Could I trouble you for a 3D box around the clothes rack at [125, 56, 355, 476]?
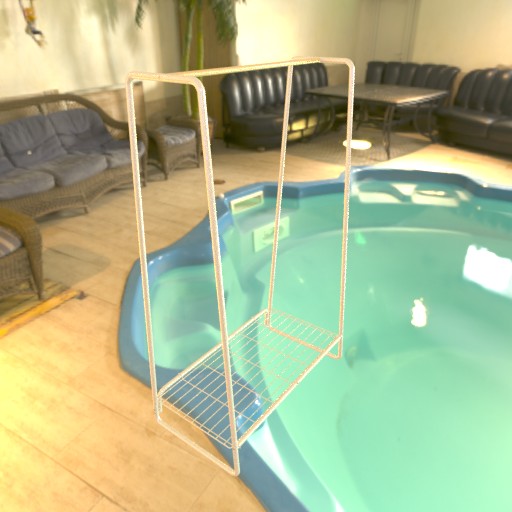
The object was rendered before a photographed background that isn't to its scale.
[{"bbox_3d":[0.000,0.000,1.878,0.495,1.500,0.900,19,33,32],"label":"clothes rack"}]
